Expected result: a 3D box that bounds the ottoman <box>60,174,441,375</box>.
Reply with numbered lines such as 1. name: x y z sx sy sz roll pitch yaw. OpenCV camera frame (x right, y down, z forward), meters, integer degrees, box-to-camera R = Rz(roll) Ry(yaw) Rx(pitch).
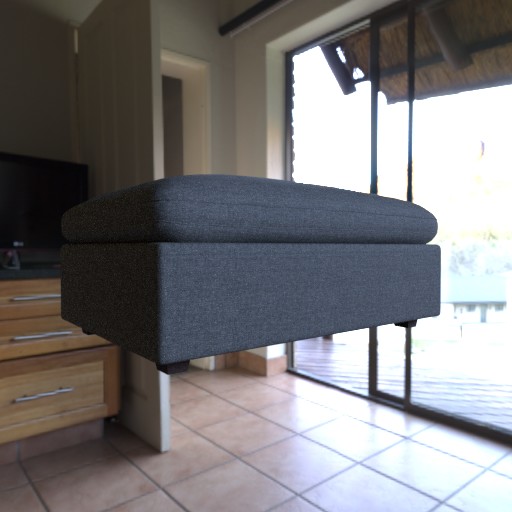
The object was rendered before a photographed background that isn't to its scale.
1. ottoman: 0.000 0.000 1.445 1.041 0.483 0.711 -1 1 -38
